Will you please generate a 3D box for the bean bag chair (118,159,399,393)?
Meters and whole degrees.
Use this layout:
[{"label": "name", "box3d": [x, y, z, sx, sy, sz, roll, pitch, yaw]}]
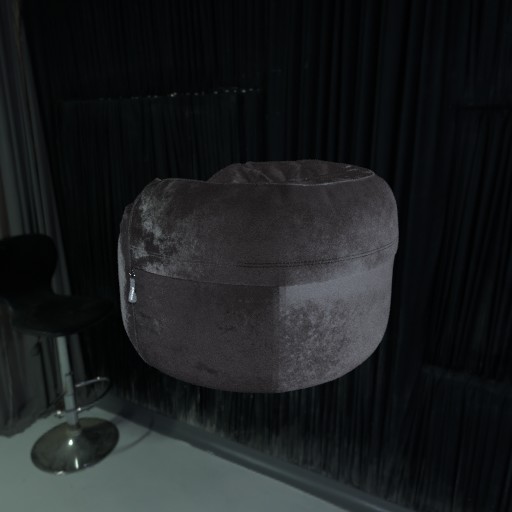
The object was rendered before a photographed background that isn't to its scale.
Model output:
[{"label": "bean bag chair", "box3d": [0.000, 0.000, 1.518, 0.918, 0.605, 0.918, 0, 16, 0]}]
